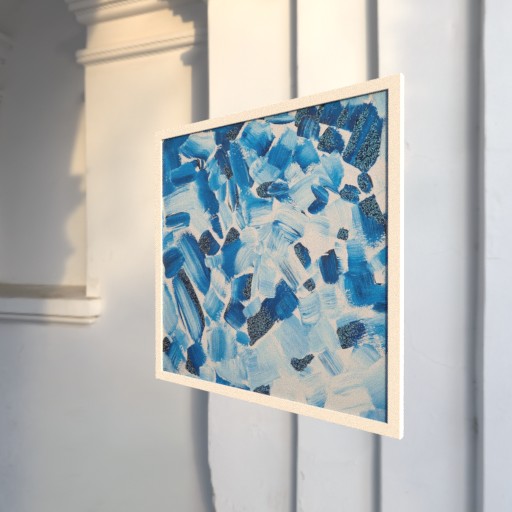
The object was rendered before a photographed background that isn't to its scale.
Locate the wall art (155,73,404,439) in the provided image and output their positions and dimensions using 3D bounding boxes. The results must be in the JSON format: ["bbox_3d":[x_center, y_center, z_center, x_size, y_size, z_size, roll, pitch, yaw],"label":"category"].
[{"bbox_3d":[0.000,0.000,0.693,0.457,0.457,0.012,0,0,37],"label":"wall art"}]
